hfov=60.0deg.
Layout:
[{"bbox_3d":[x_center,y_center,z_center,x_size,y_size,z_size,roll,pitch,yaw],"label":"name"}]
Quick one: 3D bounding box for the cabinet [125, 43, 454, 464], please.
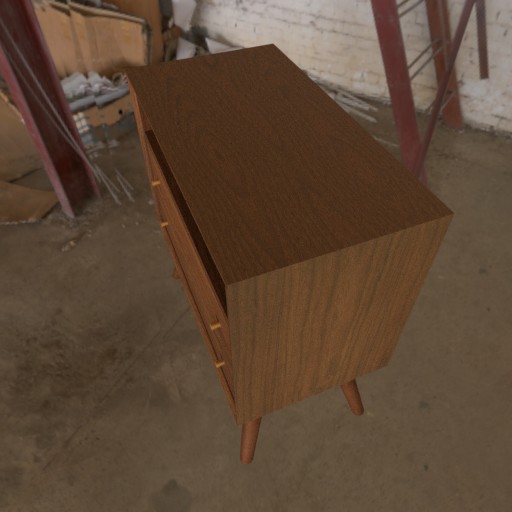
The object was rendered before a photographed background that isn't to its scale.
[{"bbox_3d":[0.000,0.000,1.147,0.388,0.748,0.712,-17,50,-15],"label":"cabinet"}]
